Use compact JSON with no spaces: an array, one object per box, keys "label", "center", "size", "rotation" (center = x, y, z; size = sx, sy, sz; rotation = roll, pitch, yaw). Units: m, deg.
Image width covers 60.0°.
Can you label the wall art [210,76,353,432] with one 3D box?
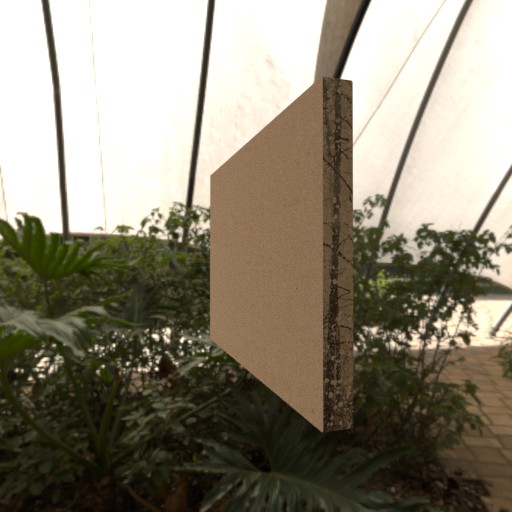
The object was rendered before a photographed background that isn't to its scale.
[{"label":"wall art","center":[0.000,0.000,0.794],"size":[0.042,0.398,0.618],"rotation":[0,-1,-17]}]
